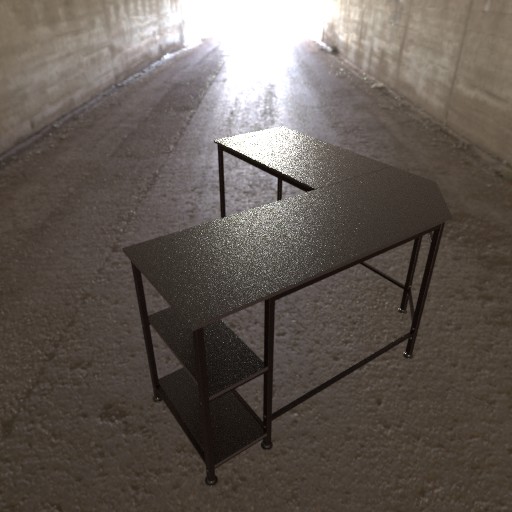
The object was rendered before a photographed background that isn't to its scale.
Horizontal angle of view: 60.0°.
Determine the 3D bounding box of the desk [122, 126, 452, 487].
[{"bbox_3d":[0.000,0.000,2.168,1.379,0.739,1.379,-20,37,-29],"label":"desk"}]
